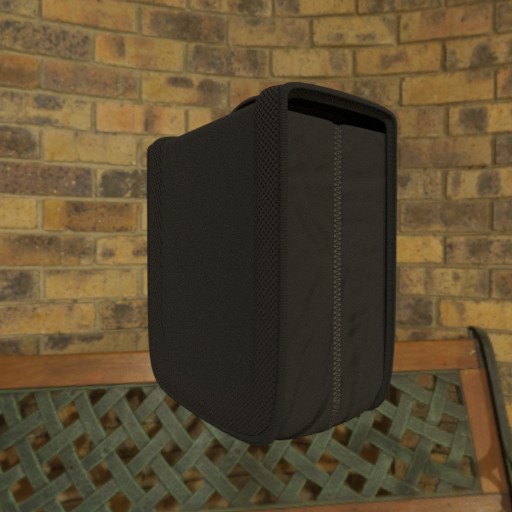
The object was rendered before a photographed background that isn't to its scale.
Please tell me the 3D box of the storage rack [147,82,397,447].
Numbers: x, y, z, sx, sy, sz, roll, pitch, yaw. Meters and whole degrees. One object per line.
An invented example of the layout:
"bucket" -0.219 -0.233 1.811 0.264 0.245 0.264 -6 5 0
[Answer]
"storage rack" 0.000 0.000 0.551 0.168 0.387 0.297 -1 2 -37
